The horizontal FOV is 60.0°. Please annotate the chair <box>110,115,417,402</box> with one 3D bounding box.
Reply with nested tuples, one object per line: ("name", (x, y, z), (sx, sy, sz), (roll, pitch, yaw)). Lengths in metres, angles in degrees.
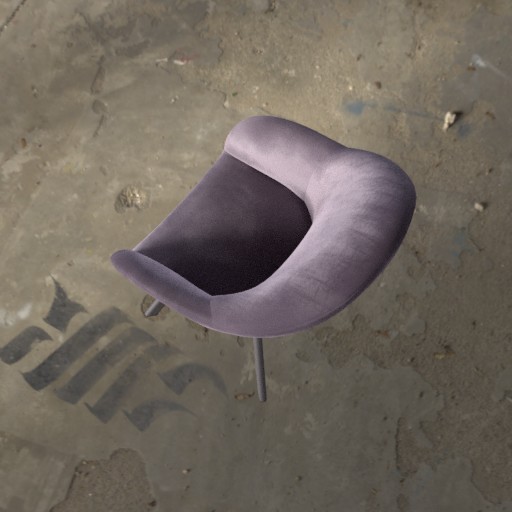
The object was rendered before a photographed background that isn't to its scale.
("chair", (0.000, 0.000, 1.162), (0.590, 0.795, 0.550), (33, 69, 15))
